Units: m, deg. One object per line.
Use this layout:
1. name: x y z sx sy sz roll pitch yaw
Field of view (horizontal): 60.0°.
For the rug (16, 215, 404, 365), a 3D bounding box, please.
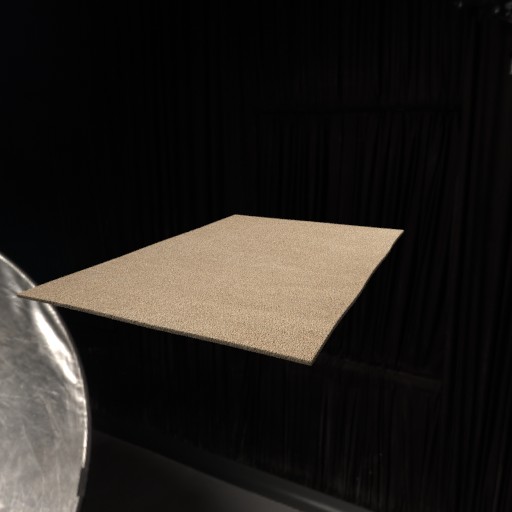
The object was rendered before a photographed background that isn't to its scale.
1. rug: 0.000 0.000 3.375 1.800 0.025 2.699 8 18 24
